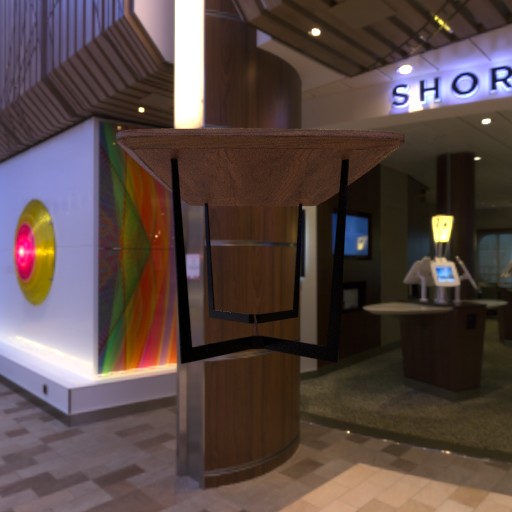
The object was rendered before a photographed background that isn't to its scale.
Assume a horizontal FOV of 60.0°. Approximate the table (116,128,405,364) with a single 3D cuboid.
[{"bbox_3d":[0.000,0.000,2.165,0.949,0.765,1.643,0,0,-1],"label":"table"}]
